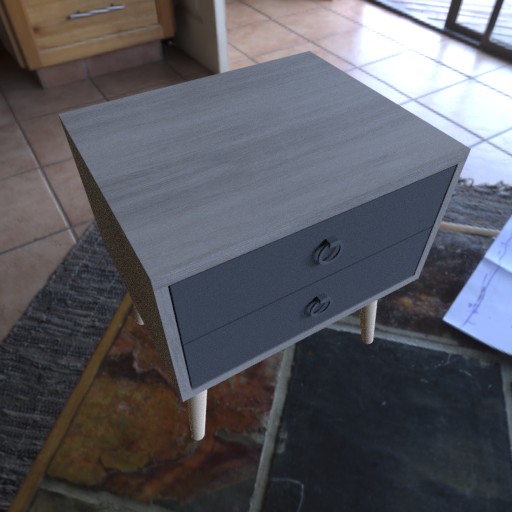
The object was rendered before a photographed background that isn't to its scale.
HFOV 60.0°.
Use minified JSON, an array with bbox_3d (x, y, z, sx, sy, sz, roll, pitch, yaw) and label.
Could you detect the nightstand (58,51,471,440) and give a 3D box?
[{"bbox_3d":[0.000,0.000,0.798,0.450,0.500,0.380,-23,51,-20],"label":"nightstand"}]
